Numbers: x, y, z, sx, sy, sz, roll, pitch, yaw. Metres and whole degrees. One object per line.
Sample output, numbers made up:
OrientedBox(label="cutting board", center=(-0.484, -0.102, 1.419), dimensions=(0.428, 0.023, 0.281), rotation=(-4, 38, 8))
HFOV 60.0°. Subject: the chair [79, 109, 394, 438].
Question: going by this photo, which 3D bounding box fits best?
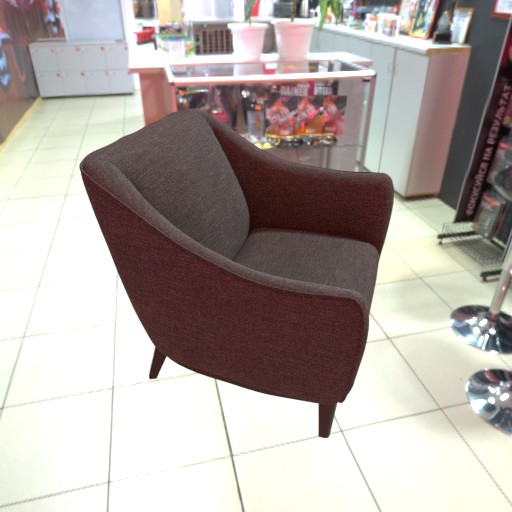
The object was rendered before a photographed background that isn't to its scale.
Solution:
OrientedBox(label="chair", center=(0.000, 0.000, 1.562), dimensions=(0.851, 0.829, 0.870), rotation=(10, 33, 16))
